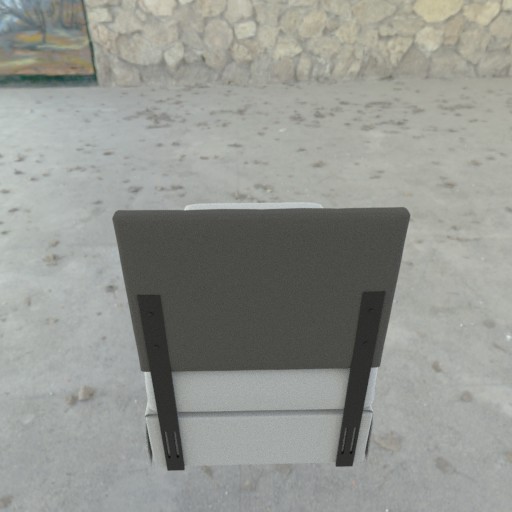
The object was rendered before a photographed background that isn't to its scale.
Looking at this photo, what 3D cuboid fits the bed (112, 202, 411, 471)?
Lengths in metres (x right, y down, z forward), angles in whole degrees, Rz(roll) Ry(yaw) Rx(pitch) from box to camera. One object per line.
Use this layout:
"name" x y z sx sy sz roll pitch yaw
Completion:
"bed" 0.000 0.000 2.905 1.261 1.571 1.997 -1 32 -1
